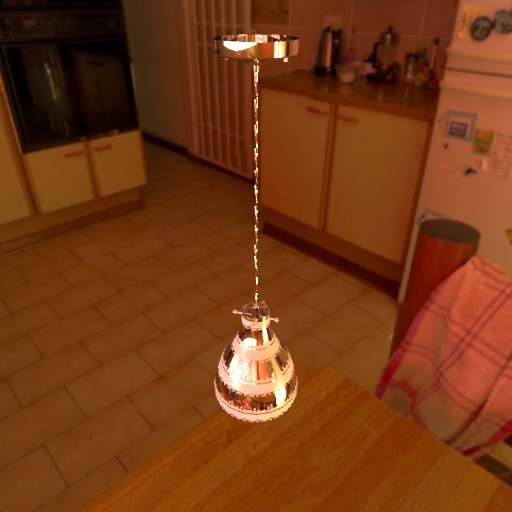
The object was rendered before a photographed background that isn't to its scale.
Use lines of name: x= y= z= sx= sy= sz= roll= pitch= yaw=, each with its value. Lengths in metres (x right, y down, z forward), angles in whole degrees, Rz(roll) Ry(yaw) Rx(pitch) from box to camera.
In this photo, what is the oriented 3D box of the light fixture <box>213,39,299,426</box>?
light fixture: x=0.000 y=0.000 z=1.647 sx=0.374 sy=1.457 sz=0.374 roll=9 pitch=32 yaw=14
